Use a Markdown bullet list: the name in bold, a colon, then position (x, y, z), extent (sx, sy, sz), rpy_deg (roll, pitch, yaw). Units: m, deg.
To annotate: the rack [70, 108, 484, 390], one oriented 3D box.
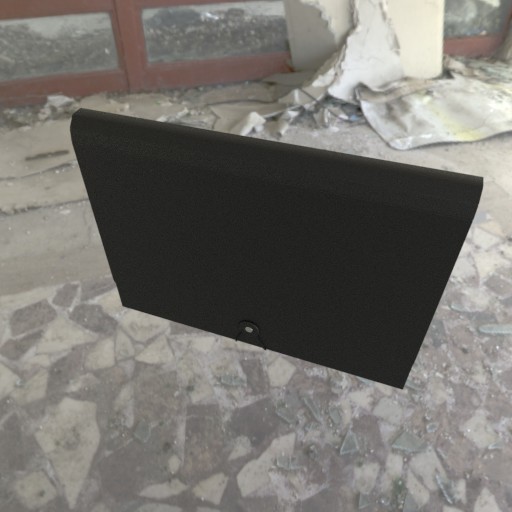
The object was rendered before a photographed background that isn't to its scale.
- **rack**: position (0.000, 0.000, 0.425), extent (0.330, 0.241, 0.041), rpy_deg (14, 44, 15)
